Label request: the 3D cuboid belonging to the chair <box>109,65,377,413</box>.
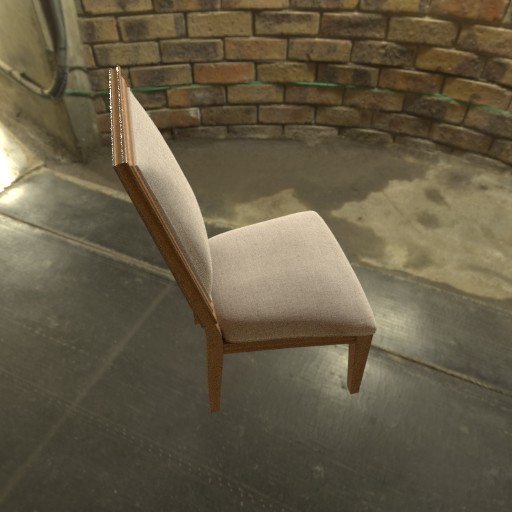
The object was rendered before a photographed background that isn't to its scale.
[{"bbox_3d":[0.000,0.000,1.286,0.601,0.988,0.536,-10,46,-10],"label":"chair"}]
